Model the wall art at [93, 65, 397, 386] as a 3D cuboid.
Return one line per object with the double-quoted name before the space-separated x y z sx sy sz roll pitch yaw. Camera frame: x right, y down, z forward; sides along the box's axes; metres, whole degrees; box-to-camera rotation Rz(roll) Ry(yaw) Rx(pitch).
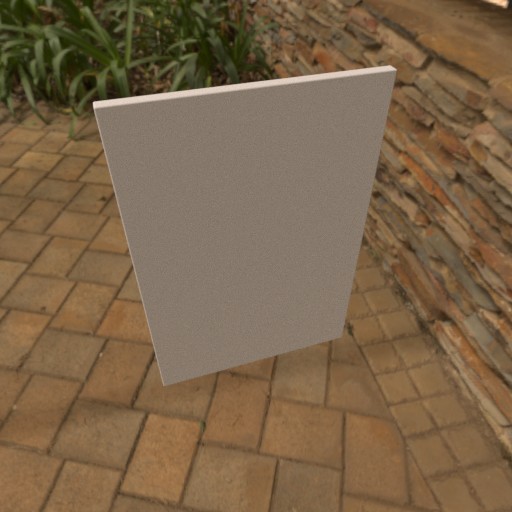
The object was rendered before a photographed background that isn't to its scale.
"wall art" 0.000 0.000 1.053 0.556 0.813 0.026 -12 43 -13
